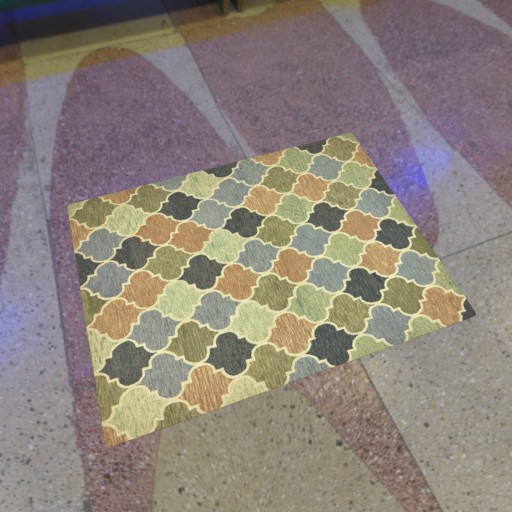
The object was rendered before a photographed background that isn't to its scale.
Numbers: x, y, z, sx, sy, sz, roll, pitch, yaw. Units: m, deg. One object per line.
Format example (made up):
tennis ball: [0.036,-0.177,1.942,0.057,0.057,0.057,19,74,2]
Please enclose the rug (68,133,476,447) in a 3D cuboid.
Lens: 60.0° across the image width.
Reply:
rug: [0.000,0.000,4.167,3.200,0.013,2.439,-17,59,-11]
